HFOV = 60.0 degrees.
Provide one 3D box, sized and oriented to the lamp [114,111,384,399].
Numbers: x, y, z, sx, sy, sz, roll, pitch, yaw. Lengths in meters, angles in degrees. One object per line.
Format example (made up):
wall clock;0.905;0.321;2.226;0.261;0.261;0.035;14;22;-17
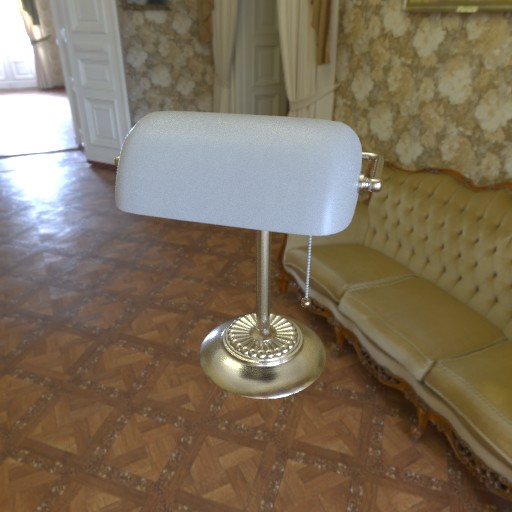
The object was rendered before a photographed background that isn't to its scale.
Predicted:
lamp;0.000;0.000;0.522;0.264;0.339;0.243;8;29;15
